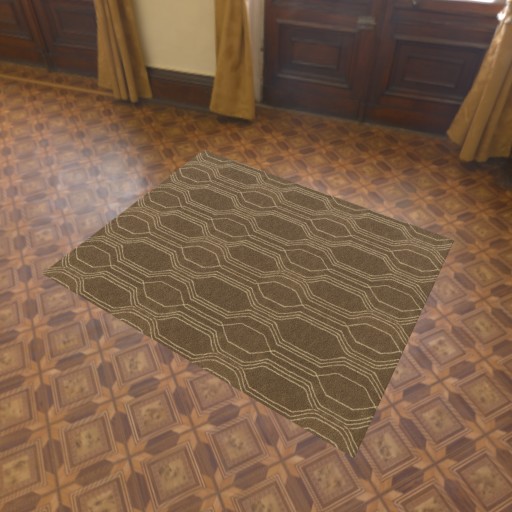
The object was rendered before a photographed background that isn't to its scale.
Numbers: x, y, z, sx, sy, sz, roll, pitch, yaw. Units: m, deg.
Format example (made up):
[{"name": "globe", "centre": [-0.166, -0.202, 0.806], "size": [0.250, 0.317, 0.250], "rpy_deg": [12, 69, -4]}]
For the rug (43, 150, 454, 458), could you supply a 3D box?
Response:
[{"name": "rug", "centre": [0.000, 0.000, 4.197], "size": [3.062, 0.012, 2.457], "rpy_deg": [24, 50, 22]}]
